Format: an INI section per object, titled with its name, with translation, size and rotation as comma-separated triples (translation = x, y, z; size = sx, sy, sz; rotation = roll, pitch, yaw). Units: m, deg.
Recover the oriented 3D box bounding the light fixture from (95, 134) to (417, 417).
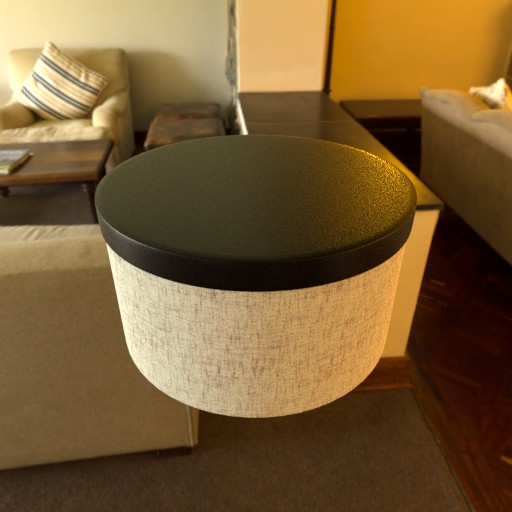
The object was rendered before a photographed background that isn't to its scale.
[light fixture]
translation = 0.000, 0.000, 0.618
size = 0.389, 0.229, 0.389
rotation = 0, 32, 0
